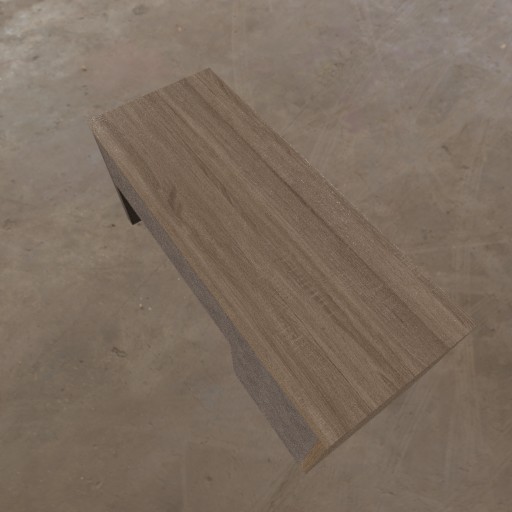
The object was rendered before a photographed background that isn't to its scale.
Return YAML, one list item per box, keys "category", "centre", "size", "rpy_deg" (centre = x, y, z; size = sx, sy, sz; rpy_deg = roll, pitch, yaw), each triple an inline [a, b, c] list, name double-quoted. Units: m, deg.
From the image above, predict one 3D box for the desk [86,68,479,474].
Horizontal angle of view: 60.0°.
- category: "desk"
  centre: [0.000, 0.000, 2.088]
  size: [0.690, 0.760, 1.700]
  rpy_deg: [-31, 63, -18]
